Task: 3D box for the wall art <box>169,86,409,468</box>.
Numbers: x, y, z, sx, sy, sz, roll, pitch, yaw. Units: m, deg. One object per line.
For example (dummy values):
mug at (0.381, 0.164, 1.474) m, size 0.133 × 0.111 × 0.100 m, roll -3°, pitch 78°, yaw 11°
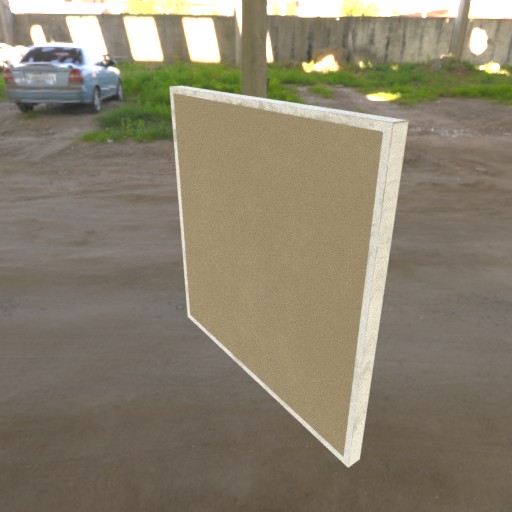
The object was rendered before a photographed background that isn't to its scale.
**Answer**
wall art at (0.000, 0.000, 1.125) m, size 0.038 × 0.757 × 0.760 m, roll -18°, pitch 31°, yaw -32°
